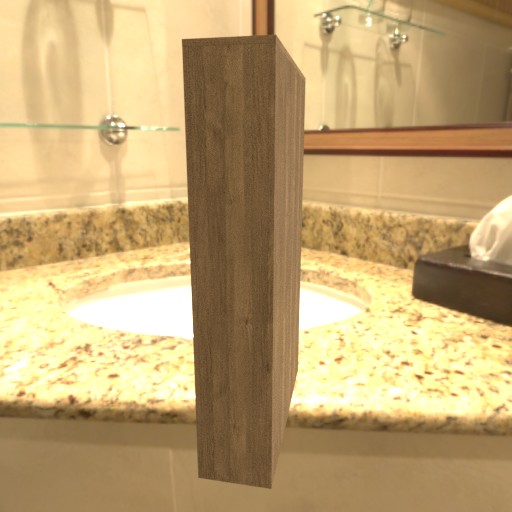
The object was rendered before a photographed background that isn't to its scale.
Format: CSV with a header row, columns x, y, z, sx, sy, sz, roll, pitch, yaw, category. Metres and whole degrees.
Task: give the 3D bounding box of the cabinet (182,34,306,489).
x,y,z,sx,sy,sz,roll,pitch,yaw,category
0.000,0.000,1.586,0.250,1.280,0.750,3,15,11,cabinet
